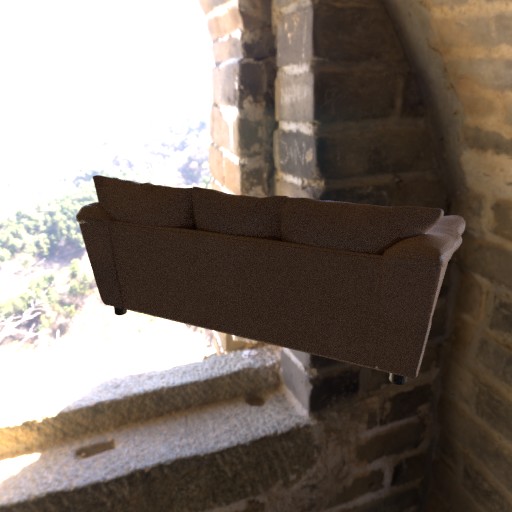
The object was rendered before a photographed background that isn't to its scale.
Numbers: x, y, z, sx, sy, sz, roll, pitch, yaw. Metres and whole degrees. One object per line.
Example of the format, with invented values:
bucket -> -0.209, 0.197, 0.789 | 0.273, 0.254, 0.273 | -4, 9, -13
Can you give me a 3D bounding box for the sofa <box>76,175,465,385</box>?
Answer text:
sofa -> 0.000, 0.000, 2.863 | 2.377, 0.981, 0.893 | 8, 19, 25
